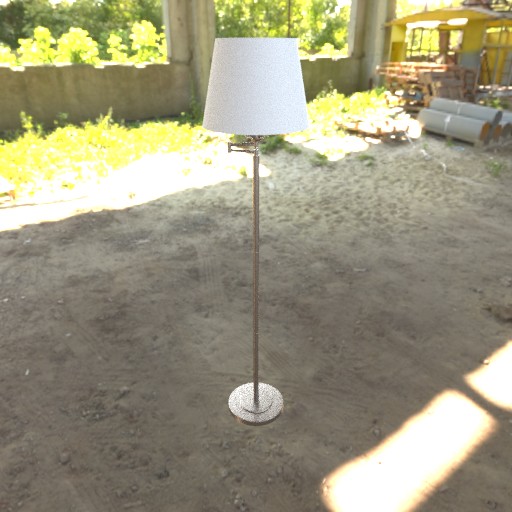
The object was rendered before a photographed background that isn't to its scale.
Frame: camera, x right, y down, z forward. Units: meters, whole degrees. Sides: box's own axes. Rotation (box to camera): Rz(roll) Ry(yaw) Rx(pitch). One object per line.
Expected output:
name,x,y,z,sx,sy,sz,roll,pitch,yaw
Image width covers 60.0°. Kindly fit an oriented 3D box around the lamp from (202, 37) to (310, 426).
lamp,0.000,0.000,1.673,0.355,1.473,0.355,0,25,0
